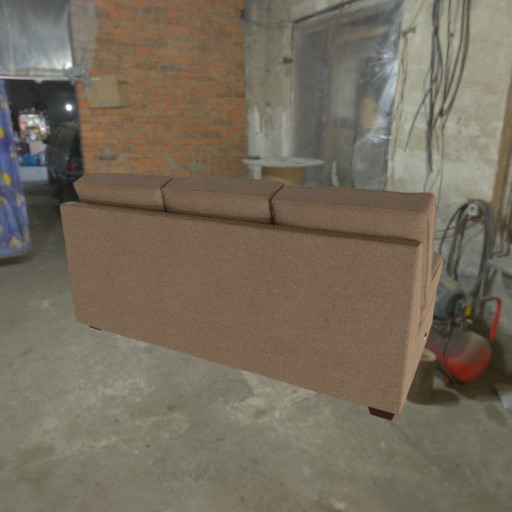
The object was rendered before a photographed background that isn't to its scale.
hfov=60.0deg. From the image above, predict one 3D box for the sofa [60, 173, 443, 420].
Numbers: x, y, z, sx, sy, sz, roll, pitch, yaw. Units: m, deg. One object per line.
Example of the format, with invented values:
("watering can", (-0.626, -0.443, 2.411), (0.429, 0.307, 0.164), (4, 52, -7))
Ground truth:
("sofa", (0.000, 0.000, 2.749), (2.092, 1.036, 1.127), (9, 19, 27))
